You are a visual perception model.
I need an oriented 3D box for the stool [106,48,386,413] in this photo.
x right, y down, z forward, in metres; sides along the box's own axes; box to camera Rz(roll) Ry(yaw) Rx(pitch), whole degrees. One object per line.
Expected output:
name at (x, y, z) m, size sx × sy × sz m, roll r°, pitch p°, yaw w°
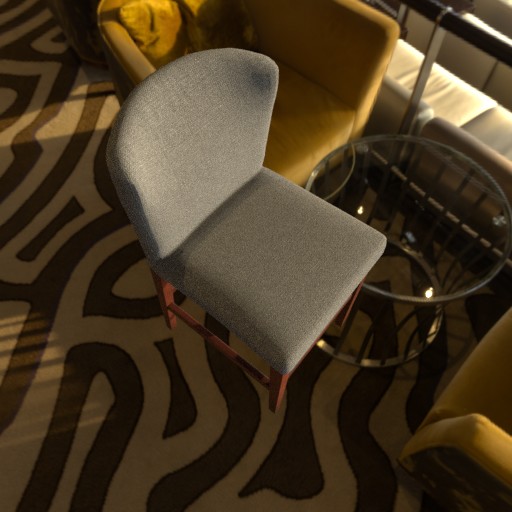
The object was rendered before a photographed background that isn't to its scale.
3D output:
stool at (0.000, 0.000, 1.273) m, size 0.568 × 0.968 × 0.479 m, roll 34°, pitch 64°, yaw 20°
